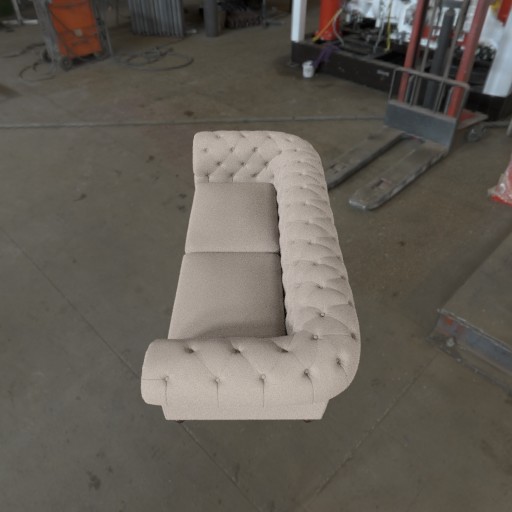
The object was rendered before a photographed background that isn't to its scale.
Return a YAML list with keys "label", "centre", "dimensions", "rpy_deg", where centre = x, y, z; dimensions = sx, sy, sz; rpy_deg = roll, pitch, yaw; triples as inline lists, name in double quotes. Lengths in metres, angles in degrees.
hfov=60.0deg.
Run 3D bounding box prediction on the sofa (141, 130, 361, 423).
- label: "sofa"
  centre: [0.000, 0.000, 2.909]
  dimensions: [0.991, 0.749, 2.411]
  rpy_deg: [0, 41, 0]
